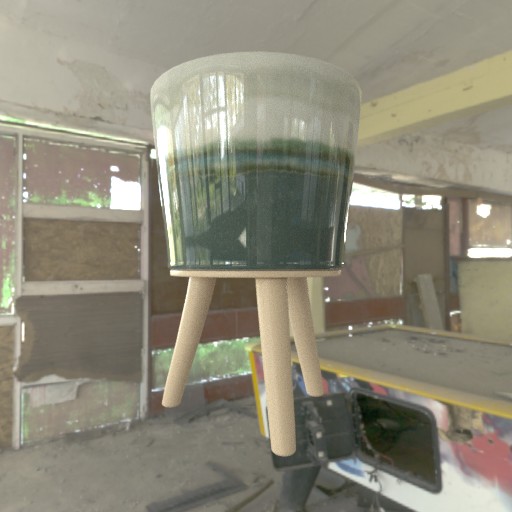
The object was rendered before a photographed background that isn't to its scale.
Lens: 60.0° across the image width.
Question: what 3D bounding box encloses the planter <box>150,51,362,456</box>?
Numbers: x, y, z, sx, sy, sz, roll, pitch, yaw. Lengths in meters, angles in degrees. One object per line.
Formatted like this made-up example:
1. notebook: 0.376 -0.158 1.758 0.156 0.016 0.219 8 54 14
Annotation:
1. planter: 0.000 0.000 0.464 0.217 0.331 0.217 0 -1 -1
